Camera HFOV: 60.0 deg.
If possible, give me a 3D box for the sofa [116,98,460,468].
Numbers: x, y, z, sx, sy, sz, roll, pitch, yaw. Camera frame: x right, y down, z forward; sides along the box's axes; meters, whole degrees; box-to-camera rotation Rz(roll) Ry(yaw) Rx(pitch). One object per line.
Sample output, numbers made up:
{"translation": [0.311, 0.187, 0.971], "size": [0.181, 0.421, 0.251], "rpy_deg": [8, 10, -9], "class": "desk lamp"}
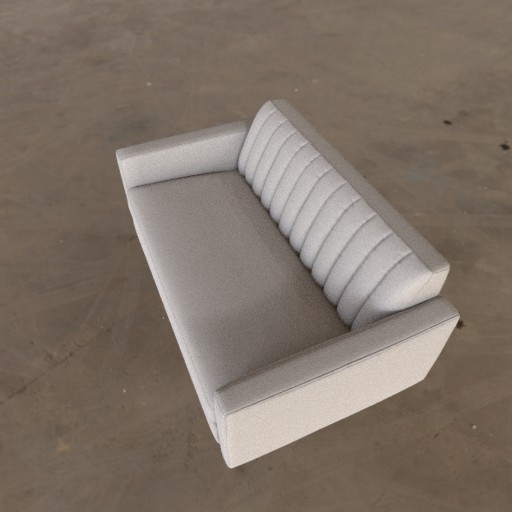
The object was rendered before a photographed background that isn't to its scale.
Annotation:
{"translation": [0.000, 0.000, 2.130], "size": [0.950, 0.801, 1.585], "rpy_deg": [-18, 50, -16], "class": "sofa"}
